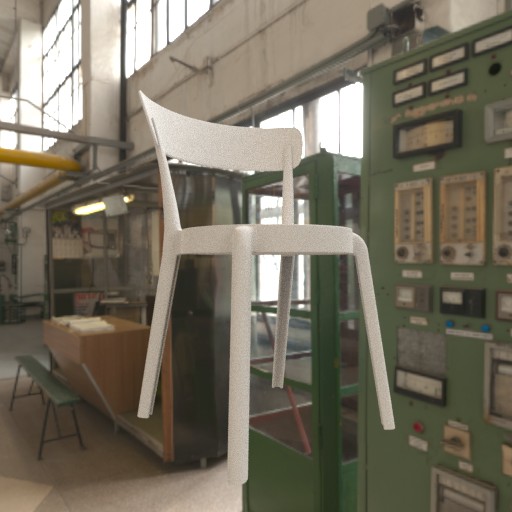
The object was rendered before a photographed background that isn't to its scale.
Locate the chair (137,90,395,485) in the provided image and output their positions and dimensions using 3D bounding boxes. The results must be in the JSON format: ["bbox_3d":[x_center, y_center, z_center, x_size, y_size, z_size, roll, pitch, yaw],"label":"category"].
[{"bbox_3d":[0.000,0.000,1.085,0.506,0.790,0.491,0,-1,-36],"label":"chair"}]
